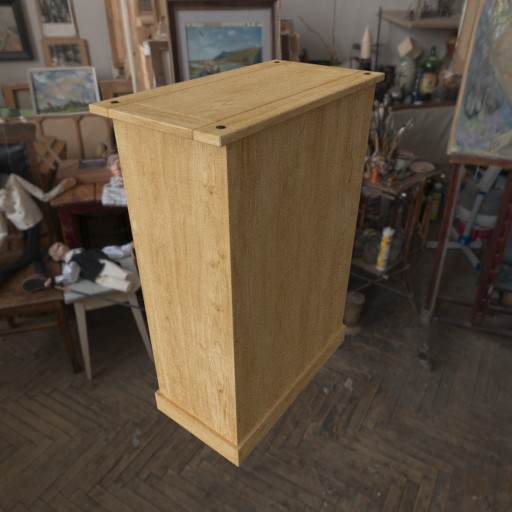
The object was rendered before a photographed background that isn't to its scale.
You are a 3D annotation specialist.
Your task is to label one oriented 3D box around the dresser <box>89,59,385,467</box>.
[{"bbox_3d":[0.000,0.000,1.771,0.485,1.300,0.915,22,39,30],"label":"dresser"}]
